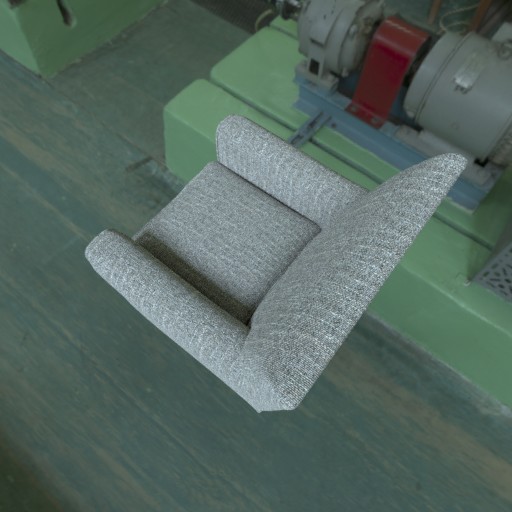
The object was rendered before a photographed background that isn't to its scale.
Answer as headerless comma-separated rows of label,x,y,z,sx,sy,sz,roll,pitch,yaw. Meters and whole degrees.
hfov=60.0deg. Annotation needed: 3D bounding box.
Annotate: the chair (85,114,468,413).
chair,0.000,0.000,1.624,0.873,0.928,0.864,35,68,16
